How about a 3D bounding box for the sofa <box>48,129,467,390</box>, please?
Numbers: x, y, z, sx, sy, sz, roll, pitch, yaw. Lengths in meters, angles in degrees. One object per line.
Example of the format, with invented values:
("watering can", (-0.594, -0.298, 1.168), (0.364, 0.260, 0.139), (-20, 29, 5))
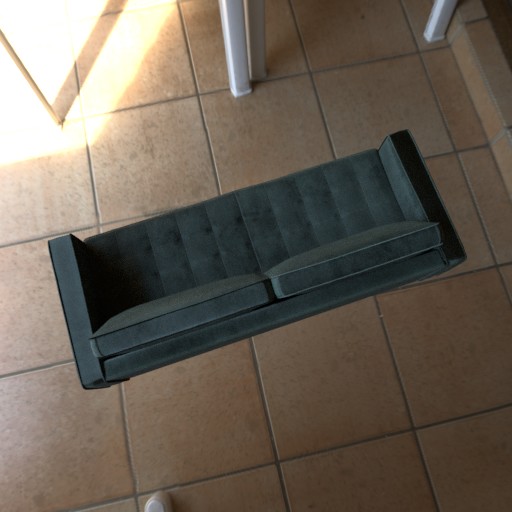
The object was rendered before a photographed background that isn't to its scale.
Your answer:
("sofa", (0.000, 0.000, 2.639), (2.214, 0.781, 0.886), (-18, 77, -4))
